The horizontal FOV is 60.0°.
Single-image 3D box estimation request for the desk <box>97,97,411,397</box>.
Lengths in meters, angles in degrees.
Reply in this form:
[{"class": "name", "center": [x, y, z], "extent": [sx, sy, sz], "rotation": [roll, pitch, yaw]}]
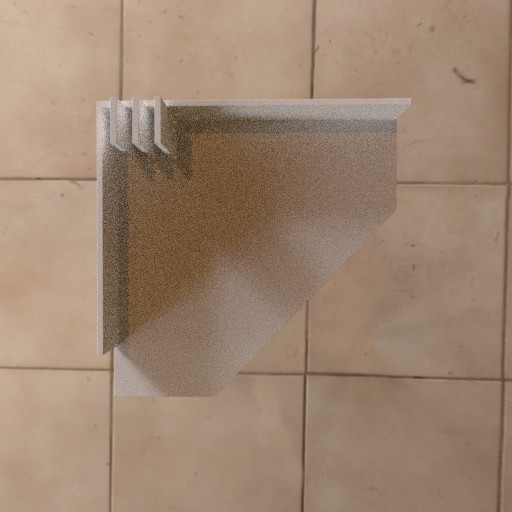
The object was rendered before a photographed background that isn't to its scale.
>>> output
[{"class": "desk", "center": [0.000, 0.000, 1.737], "extent": [0.940, 0.986, 0.940], "rotation": [0, 91, 1]}]
